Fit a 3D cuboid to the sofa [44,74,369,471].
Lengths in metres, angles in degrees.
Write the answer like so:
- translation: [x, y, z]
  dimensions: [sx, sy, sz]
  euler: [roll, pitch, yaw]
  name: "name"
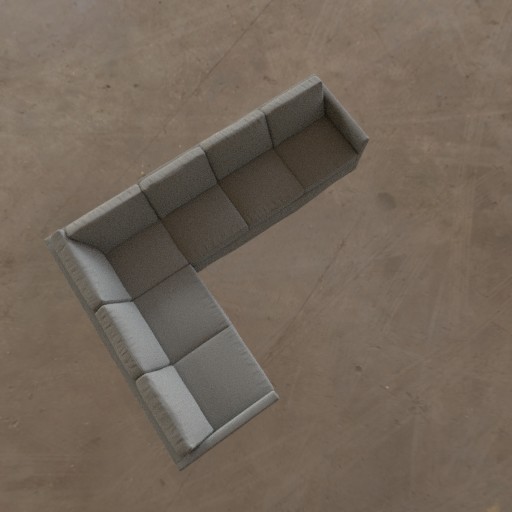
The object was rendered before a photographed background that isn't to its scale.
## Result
- translation: [0.000, 0.000, 4.344]
  dimensions: [3.182, 0.871, 2.432]
  euler: [-34, 78, -8]
  name: "sofa"
